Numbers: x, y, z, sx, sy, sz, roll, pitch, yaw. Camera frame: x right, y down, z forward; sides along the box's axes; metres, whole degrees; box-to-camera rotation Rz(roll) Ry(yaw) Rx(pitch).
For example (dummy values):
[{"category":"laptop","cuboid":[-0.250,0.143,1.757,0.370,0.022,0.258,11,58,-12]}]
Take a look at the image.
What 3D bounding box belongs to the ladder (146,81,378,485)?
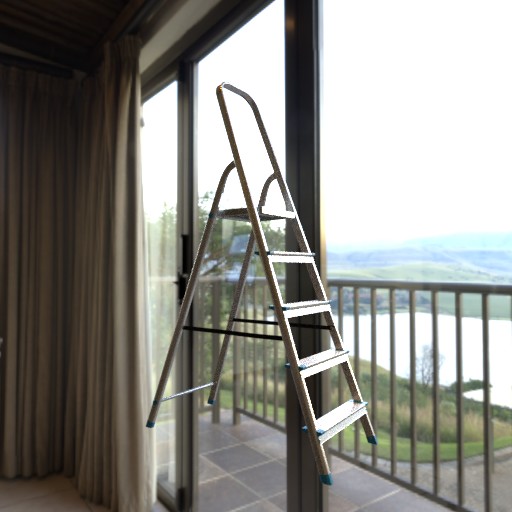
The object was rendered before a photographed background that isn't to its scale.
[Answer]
[{"category":"ladder","cuboid":[0.000,0.000,2.064,0.990,1.648,0.468,-1,-2,36]}]
